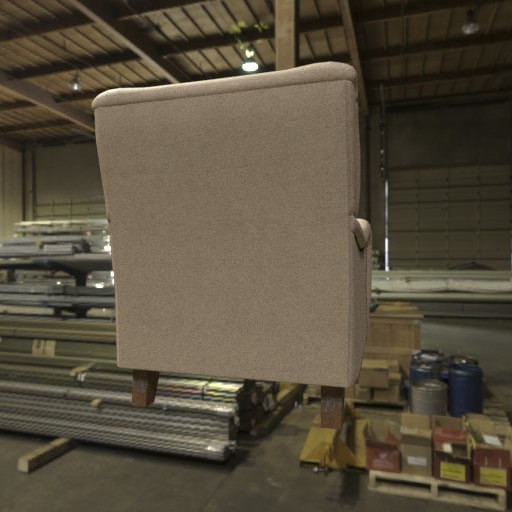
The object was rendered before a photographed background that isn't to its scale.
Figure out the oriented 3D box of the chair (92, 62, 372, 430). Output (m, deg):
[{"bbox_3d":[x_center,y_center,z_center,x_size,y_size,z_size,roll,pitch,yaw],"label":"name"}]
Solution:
[{"bbox_3d":[0.000,0.000,1.780,0.879,1.119,0.953,0,0,17],"label":"chair"}]
